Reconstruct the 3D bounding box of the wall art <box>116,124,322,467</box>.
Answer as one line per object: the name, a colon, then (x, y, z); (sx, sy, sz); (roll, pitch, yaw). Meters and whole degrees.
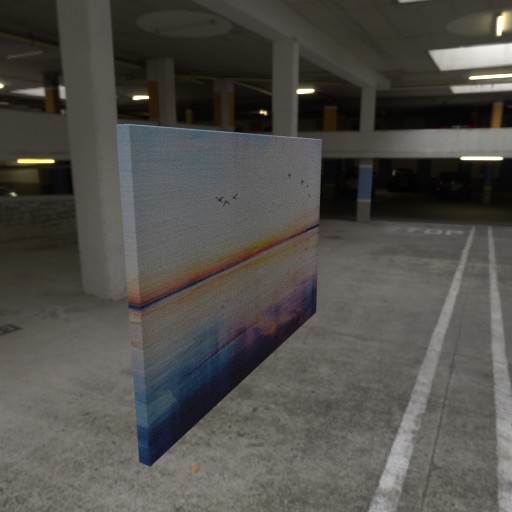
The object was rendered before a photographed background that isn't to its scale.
wall art: (0.000, 0.000, 0.761); (0.018, 0.402, 0.604); (7, 15, 26)
